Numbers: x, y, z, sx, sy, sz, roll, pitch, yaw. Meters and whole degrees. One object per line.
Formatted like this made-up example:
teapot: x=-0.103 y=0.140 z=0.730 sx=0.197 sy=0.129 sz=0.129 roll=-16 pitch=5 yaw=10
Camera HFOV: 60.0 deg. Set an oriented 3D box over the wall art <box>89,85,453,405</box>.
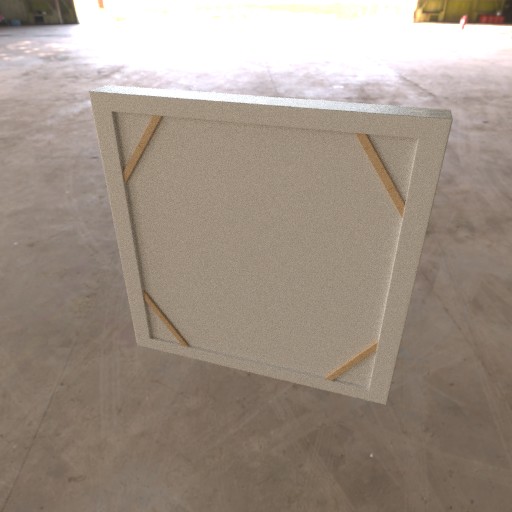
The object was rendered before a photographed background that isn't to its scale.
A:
wall art: x=0.000 y=0.000 z=0.597 sx=0.405 sy=0.407 sz=0.038 roll=10 pitch=33 yaw=15
